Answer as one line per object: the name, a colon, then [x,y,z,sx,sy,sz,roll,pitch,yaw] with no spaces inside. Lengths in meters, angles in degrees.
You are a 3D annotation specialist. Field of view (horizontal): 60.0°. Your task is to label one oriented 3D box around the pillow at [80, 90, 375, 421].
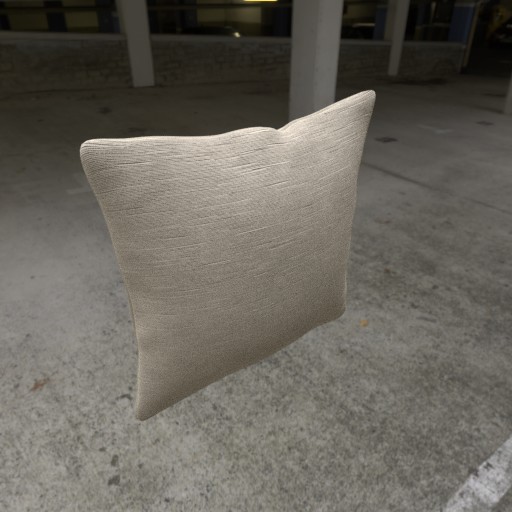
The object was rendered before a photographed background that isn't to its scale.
pillow: [0.000,0.000,0.653,0.437,0.420,0.162,-21,37,-31]
